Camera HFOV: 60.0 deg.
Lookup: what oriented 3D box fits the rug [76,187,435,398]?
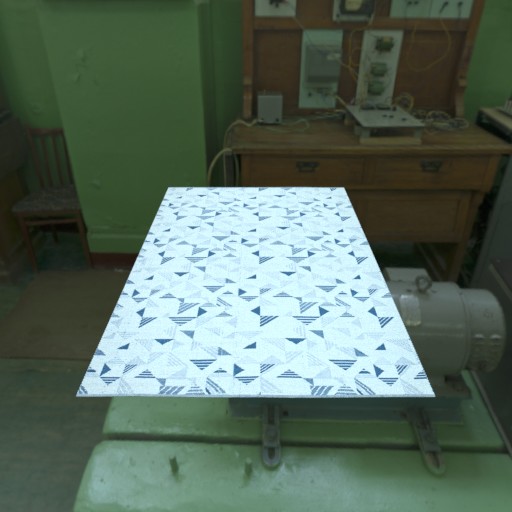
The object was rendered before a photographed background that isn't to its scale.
[{"bbox_3d":[0.000,0.000,2.266,1.206,0.003,1.835,0,31,0],"label":"rug"}]
